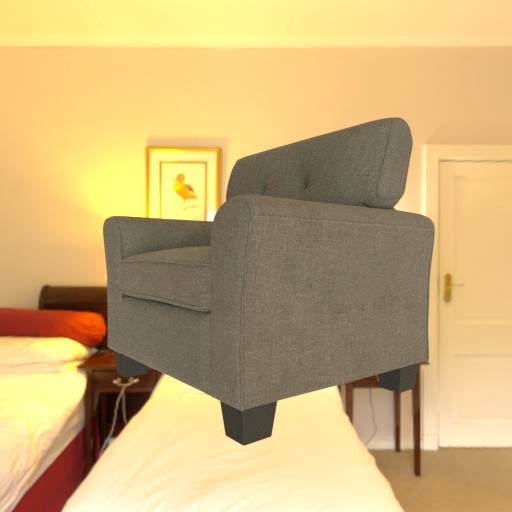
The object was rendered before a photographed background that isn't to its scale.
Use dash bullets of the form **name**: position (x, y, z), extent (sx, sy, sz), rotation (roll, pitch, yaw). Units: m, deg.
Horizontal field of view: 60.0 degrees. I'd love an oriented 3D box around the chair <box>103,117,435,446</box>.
- **chair**: position (0.000, 0.000, 1.577), extent (0.816, 0.890, 0.941), rotation (0, 1, -38)
